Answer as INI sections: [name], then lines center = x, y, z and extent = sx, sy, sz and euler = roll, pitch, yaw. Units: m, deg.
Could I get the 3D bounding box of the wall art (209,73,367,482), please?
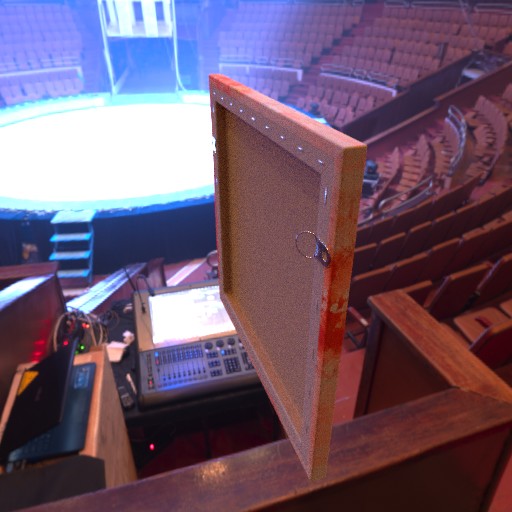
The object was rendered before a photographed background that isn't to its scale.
[wall art]
center = 0.000, 0.000, 1.094
extent = 0.064, 0.746, 0.747
euler = -10, 31, -17
